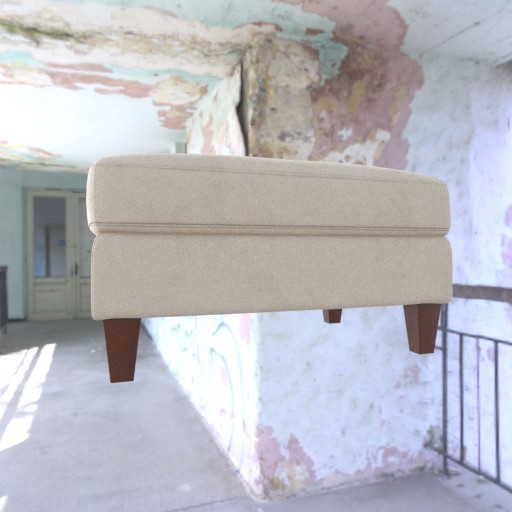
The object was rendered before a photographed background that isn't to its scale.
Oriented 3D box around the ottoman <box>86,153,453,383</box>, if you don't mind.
[{"bbox_3d":[0.000,0.000,1.223,0.864,0.483,0.584,0,1,-19],"label":"ottoman"}]
